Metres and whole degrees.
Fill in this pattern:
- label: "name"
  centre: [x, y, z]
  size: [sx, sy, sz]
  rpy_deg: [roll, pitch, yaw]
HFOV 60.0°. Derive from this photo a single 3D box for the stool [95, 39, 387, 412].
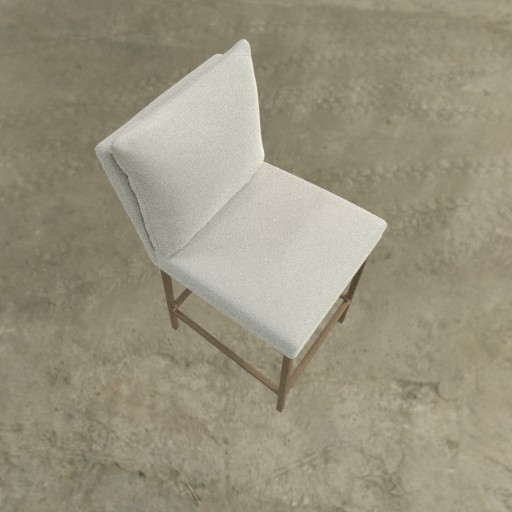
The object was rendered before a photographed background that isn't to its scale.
- label: "stool"
  centre: [0.000, 0.000, 1.329]
  size: [0.572, 1.032, 0.463]
  rpy_deg: [32, 63, 19]
